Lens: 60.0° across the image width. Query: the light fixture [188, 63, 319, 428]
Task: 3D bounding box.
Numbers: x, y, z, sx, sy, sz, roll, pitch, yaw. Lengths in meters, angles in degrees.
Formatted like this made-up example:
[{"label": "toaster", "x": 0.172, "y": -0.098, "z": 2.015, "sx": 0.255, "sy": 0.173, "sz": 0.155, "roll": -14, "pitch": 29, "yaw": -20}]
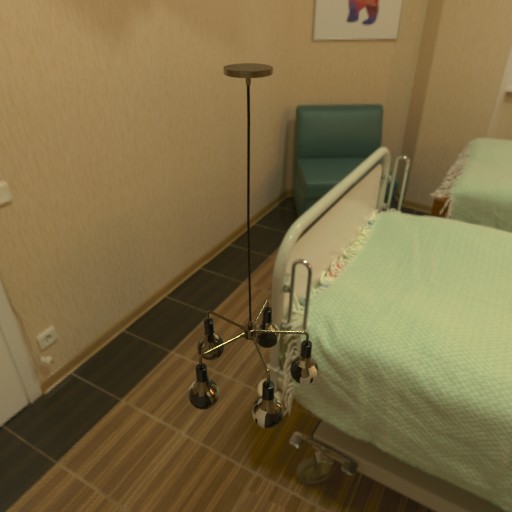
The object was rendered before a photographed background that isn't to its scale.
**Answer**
[{"label": "light fixture", "x": 0.000, "y": 0.000, "z": 1.246, "sx": 0.421, "sy": 0.988, "sz": 0.438, "roll": 0, "pitch": 32, "yaw": 1}]
